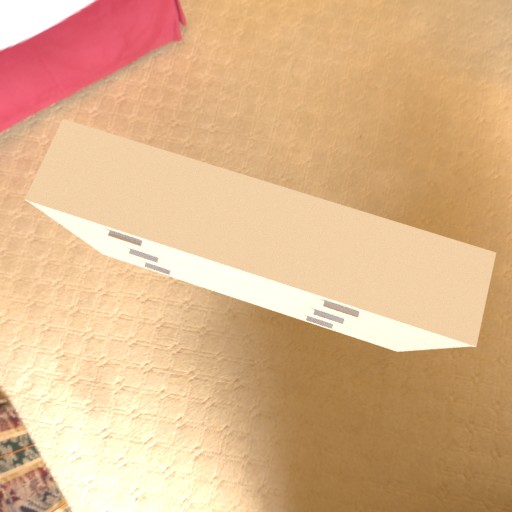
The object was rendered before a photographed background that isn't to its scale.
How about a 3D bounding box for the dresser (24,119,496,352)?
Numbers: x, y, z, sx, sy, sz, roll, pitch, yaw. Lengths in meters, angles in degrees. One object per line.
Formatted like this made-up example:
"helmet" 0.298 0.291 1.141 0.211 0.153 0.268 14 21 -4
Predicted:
"dresser" 0.000 0.000 1.844 1.535 0.790 0.333 18 77 4
